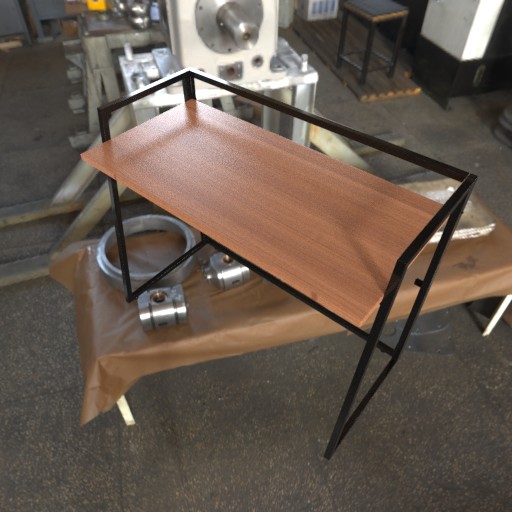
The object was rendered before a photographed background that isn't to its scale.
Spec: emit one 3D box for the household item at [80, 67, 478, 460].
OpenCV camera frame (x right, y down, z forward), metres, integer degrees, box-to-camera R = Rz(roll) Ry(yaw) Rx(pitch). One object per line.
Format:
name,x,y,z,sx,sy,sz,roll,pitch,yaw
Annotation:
household item,0.000,0.000,1.527,1.050,0.860,0.510,31,53,27
